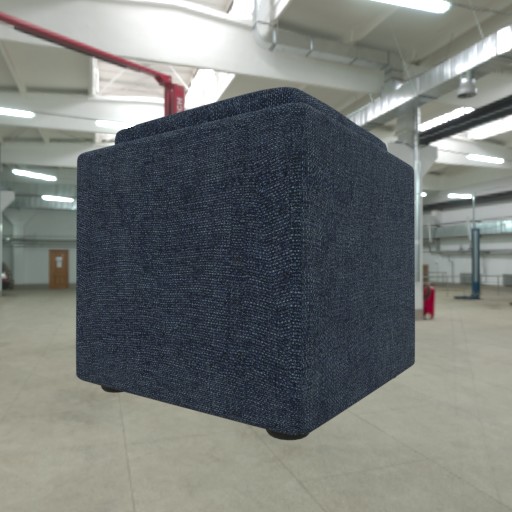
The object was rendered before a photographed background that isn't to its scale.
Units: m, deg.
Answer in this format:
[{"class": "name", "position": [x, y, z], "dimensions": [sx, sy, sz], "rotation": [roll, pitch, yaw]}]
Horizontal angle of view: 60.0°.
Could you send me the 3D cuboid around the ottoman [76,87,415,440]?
[{"class": "ottoman", "position": [0.000, 0.000, 0.808], "dimensions": [0.450, 0.460, 0.450], "rotation": [-1, -1, 35]}]
